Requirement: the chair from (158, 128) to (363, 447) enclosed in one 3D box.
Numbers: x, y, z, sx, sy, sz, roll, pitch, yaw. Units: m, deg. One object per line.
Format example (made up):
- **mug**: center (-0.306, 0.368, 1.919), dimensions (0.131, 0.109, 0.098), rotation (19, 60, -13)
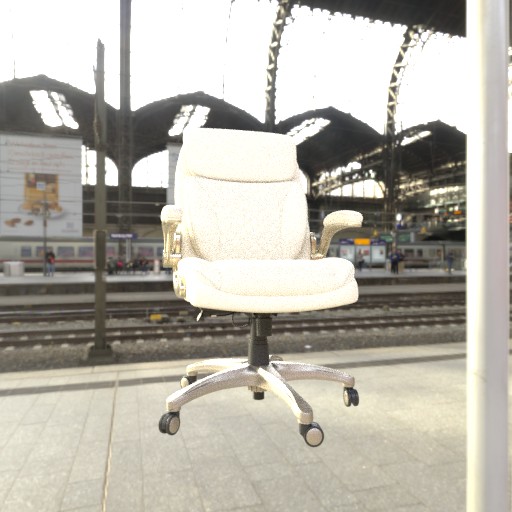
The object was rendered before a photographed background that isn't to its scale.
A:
- **chair**: center (0.000, 0.000, 1.637), dimensions (0.740, 1.110, 0.794), rotation (0, 0, -18)
